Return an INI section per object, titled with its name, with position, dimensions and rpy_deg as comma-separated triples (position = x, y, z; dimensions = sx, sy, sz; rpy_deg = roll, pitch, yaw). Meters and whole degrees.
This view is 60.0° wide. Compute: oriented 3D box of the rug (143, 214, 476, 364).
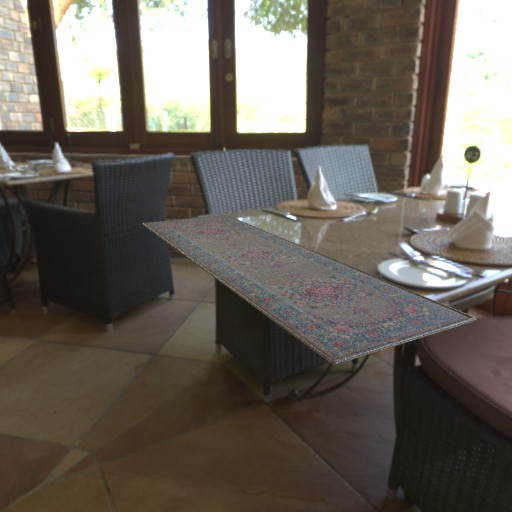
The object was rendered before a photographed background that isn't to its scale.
[rug]
position = 0.000, 0.000, 1.999
dimensions = 0.553, 0.012, 1.827
rpy_deg = -9, 19, -27
